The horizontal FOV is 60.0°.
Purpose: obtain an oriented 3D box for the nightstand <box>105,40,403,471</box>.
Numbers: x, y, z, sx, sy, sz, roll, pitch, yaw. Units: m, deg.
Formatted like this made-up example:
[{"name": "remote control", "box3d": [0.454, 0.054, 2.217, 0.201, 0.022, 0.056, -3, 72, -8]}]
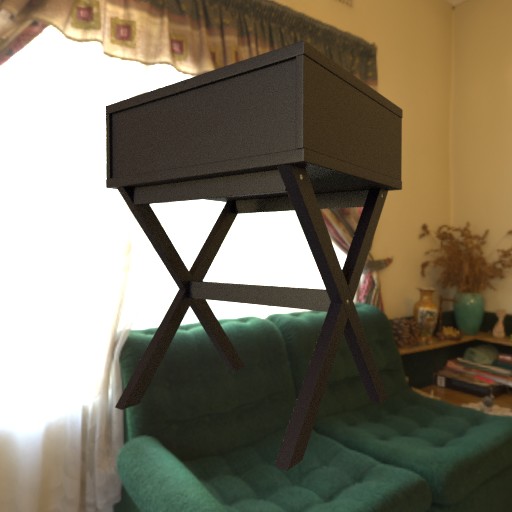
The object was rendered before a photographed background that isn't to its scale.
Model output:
[{"name": "nightstand", "box3d": [0.000, 0.000, 0.936, 0.479, 0.623, 0.402, 1, 2, 38]}]
